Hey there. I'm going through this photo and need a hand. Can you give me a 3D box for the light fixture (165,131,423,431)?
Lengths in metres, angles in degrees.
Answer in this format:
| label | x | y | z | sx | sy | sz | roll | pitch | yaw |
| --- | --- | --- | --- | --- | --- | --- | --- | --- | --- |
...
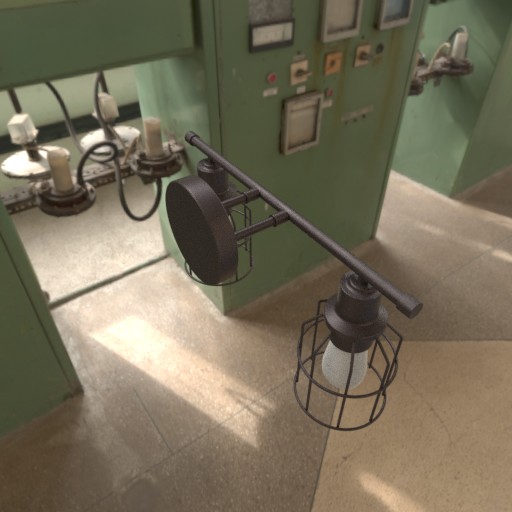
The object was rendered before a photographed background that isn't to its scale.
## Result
| label | x | y | z | sx | sy | sz | roll | pitch | yaw |
| --- | --- | --- | --- | --- | --- | --- | --- | --- | --- |
| light fixture | 0.000 | 0.000 | 0.540 | 0.165 | 0.254 | 0.406 | -24 | 46 | -26 |
